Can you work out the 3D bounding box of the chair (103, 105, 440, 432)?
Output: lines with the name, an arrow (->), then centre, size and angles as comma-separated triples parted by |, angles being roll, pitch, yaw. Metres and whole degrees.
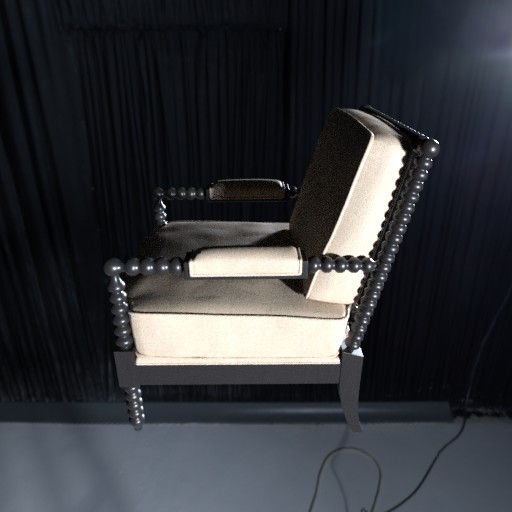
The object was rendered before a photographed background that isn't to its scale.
chair -> 0.000, 0.000, 1.159 | 0.657, 0.703, 0.555 | 0, 26, -1
